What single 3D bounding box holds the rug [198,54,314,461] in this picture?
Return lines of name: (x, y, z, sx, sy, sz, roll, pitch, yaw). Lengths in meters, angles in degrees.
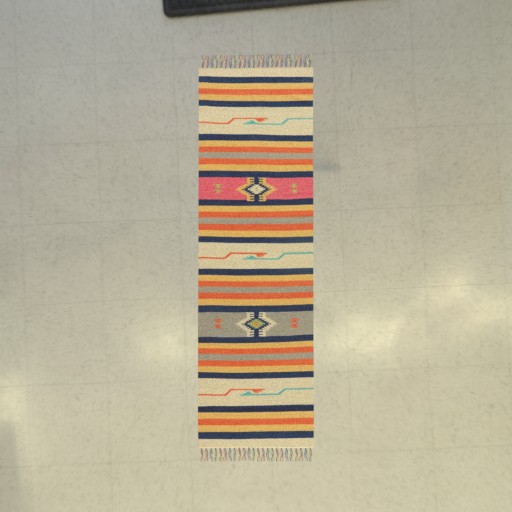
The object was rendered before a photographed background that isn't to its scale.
rug: (0.000, 0.000, 2.671, 0.695, 0.017, 2.455, 0, 89, 0)
